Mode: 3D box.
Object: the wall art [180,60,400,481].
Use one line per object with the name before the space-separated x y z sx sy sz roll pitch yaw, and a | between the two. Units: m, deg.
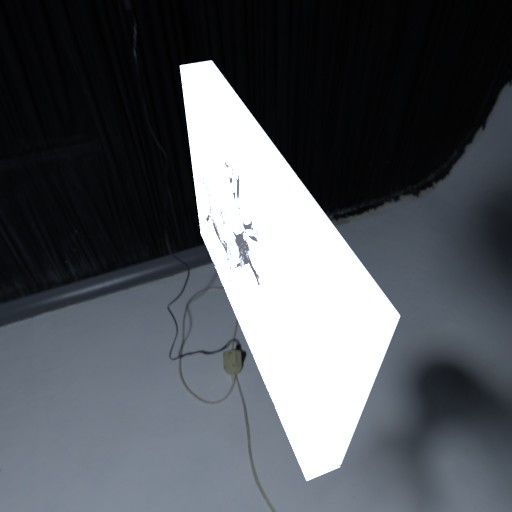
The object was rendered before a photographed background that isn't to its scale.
wall art | 0.000 0.000 0.472 0.038 0.259 0.381 -15 48 -14
